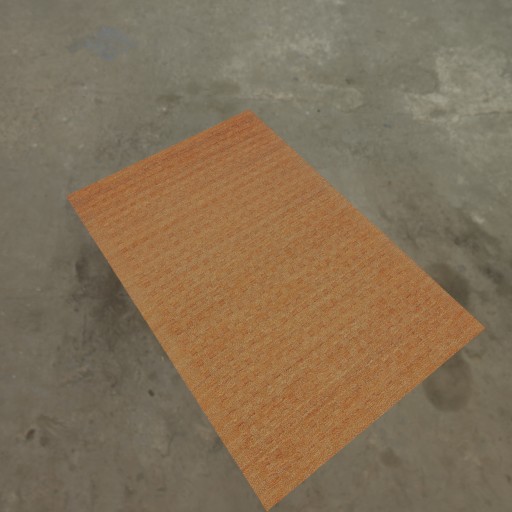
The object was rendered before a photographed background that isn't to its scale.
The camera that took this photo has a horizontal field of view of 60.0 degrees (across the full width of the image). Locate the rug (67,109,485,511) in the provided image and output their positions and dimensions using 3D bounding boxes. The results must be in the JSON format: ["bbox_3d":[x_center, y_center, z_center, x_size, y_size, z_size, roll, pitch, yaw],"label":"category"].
[{"bbox_3d":[0.000,0.000,2.750,1.524,0.006,2.285,-31,62,-18],"label":"rug"}]
